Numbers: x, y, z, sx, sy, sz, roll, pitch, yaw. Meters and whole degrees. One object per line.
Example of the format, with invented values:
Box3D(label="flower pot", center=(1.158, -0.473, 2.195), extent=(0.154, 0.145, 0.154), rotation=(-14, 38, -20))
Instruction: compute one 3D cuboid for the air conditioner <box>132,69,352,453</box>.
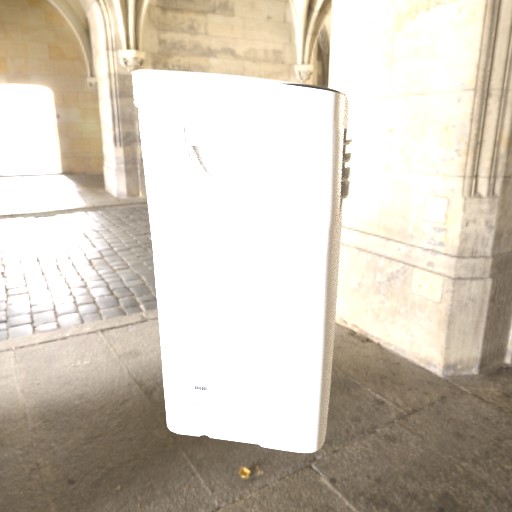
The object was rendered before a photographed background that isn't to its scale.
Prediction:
Box3D(label="air conditioner", center=(0.000, 0.000, 0.933), extent=(0.369, 0.716, 0.352), rotation=(3, 16, 12))
